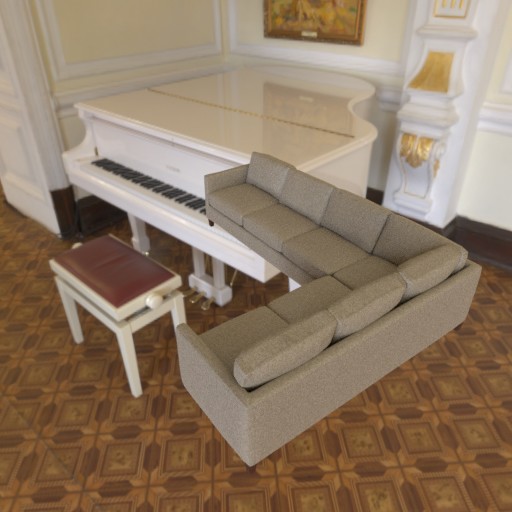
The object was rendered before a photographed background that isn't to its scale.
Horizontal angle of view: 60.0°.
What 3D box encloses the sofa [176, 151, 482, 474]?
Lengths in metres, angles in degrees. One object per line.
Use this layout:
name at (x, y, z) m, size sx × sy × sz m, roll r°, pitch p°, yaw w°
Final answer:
sofa at (0.000, 0.000, 4.479) m, size 2.593 × 0.947 × 3.302 m, roll -22°, pitch 38°, yaw -30°
